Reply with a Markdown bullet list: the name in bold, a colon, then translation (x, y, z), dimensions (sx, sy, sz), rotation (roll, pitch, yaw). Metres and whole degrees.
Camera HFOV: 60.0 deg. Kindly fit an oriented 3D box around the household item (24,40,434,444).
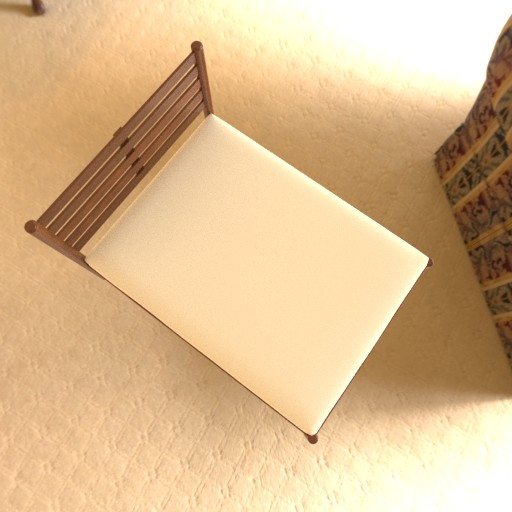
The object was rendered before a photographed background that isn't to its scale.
- **household item**: translation (0.000, 0.000, 3.268), dimensions (2.232, 1.356, 1.663), rotation (36, 78, 9)
